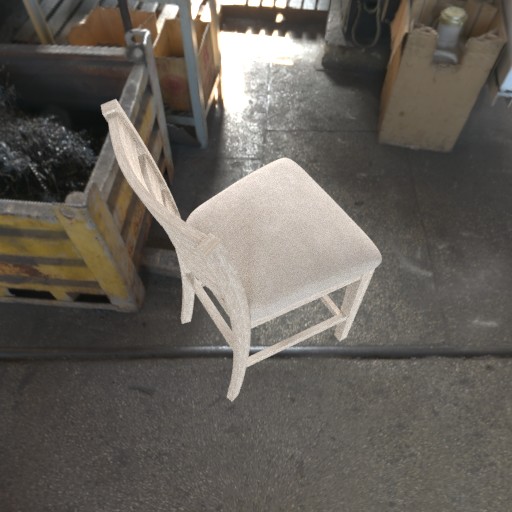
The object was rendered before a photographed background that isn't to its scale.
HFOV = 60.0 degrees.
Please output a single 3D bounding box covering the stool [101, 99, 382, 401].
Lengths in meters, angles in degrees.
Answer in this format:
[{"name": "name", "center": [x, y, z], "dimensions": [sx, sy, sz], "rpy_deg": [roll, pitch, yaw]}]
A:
[{"name": "stool", "center": [0.000, 0.000, 1.324], "dimensions": [0.569, 1.032, 0.484], "rpy_deg": [-29, 62, -17]}]
